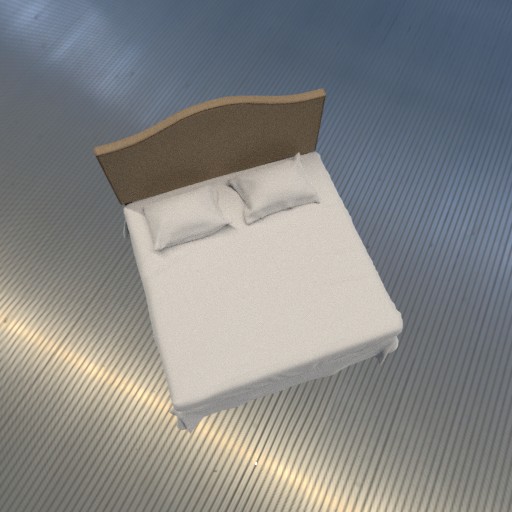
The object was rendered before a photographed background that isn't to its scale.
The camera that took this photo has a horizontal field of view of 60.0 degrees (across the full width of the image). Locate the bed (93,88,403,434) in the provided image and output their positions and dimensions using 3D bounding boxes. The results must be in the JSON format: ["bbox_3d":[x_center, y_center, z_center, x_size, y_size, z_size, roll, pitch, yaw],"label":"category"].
[{"bbox_3d":[0.000,0.000,3.802,2.311,1.651,2.222,-17,66,-8],"label":"bed"}]
